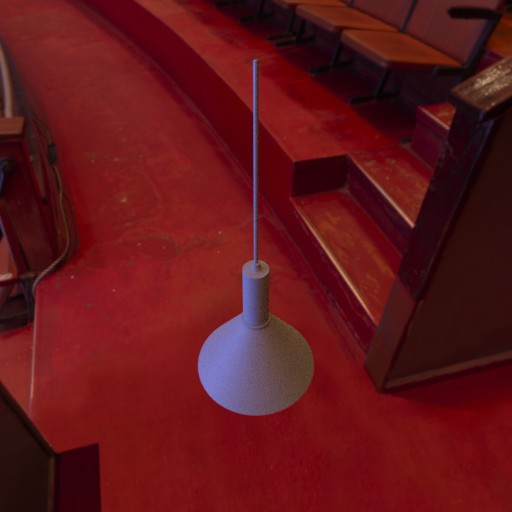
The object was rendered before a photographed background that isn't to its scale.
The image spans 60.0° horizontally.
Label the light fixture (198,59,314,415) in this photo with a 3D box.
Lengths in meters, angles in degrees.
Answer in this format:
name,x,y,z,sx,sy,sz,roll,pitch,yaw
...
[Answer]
name,x,y,z,sx,sy,sz,roll,pitch,yaw
light fixture,0.000,0.000,0.799,0.267,0.683,0.267,-13,44,-13
